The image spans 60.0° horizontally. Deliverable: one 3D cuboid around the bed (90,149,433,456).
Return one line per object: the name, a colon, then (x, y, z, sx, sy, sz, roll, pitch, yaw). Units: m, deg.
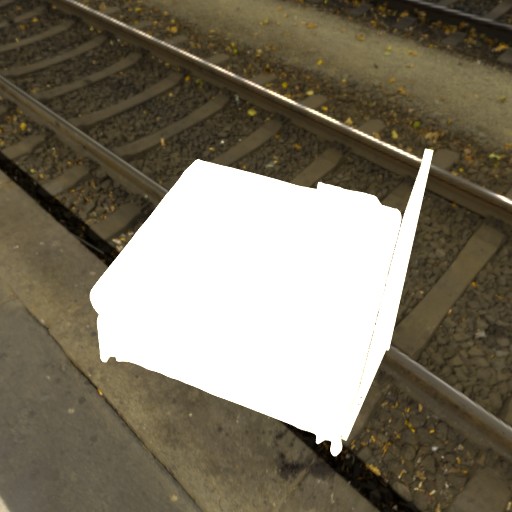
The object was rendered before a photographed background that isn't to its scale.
bed: (0.000, 0.000, 3.244, 2.047, 1.269, 1.876, 17, 51, 14)
